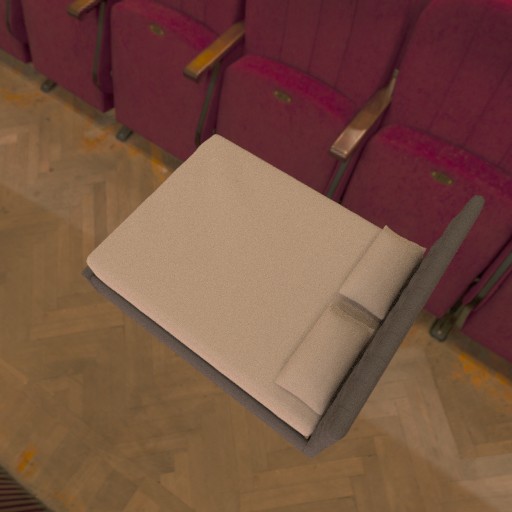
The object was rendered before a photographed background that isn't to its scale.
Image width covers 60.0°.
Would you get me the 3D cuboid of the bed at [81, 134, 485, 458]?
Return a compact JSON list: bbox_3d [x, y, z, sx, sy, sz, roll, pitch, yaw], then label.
[{"bbox_3d":[0.000,0.000,3.269,2.231,1.427,1.698,33,67,16],"label":"bed"}]
